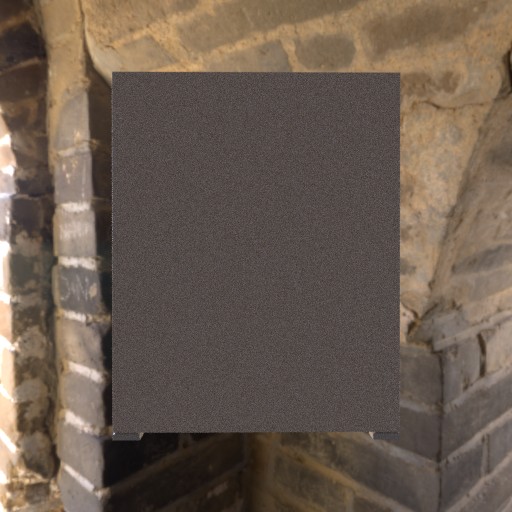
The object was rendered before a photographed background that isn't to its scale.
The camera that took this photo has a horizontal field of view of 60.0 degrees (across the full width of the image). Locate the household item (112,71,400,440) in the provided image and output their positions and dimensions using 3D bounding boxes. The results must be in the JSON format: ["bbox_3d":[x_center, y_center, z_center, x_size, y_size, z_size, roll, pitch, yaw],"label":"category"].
[{"bbox_3d":[0.000,0.000,1.426,0.790,1.010,0.420,0,0,0],"label":"household item"}]
